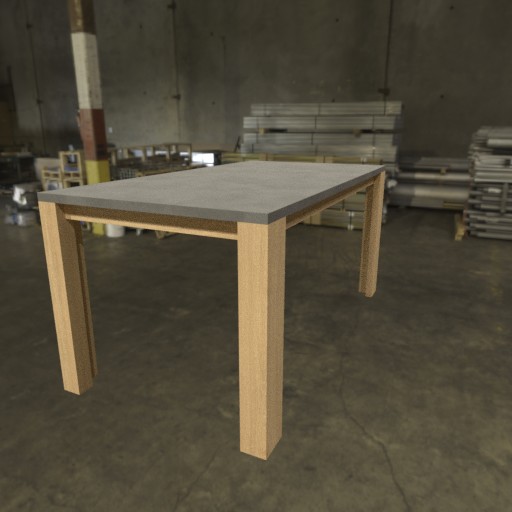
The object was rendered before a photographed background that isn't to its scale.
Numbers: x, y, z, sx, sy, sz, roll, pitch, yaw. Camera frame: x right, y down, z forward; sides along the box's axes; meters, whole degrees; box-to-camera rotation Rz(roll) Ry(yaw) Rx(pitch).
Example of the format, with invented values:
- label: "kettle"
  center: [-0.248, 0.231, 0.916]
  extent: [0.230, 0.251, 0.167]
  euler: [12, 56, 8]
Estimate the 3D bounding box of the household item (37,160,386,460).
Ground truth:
- label: "household item"
  center: [0.000, 0.000, 2.101]
  extent: [0.850, 0.755, 1.600]
  euler: [8, 18, 25]
